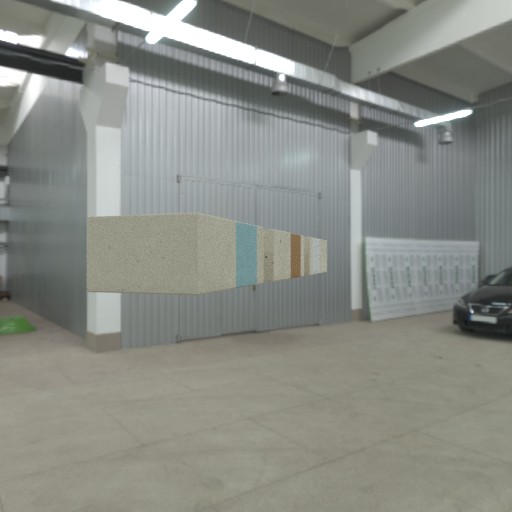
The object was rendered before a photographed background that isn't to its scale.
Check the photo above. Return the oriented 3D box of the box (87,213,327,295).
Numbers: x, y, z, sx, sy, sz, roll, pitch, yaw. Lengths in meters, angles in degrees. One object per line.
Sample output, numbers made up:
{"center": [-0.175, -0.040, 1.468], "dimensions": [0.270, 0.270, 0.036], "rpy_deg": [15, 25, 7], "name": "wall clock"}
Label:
{"center": [0.000, 0.000, 0.501], "dimensions": [0.082, 0.051, 0.461], "rpy_deg": [0, 0, 19], "name": "box"}
